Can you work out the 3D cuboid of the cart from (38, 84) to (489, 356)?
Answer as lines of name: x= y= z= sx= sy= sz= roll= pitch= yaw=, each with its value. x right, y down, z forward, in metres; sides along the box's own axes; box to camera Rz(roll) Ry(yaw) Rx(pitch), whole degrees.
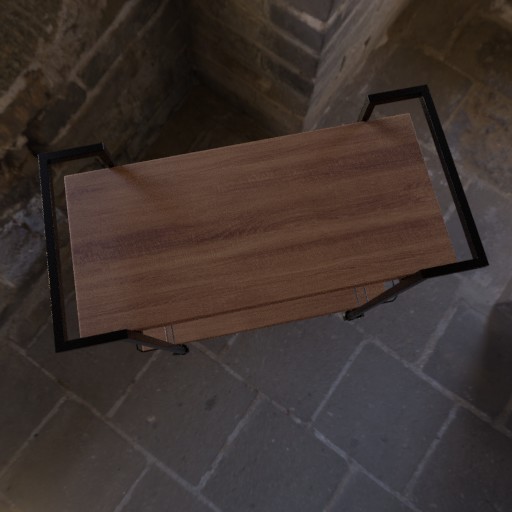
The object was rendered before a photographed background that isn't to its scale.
cart: x=0.000 y=0.000 z=1.223 sx=0.806 sy=0.762 sz=0.406 roll=-11 pitch=76 yaw=-3
